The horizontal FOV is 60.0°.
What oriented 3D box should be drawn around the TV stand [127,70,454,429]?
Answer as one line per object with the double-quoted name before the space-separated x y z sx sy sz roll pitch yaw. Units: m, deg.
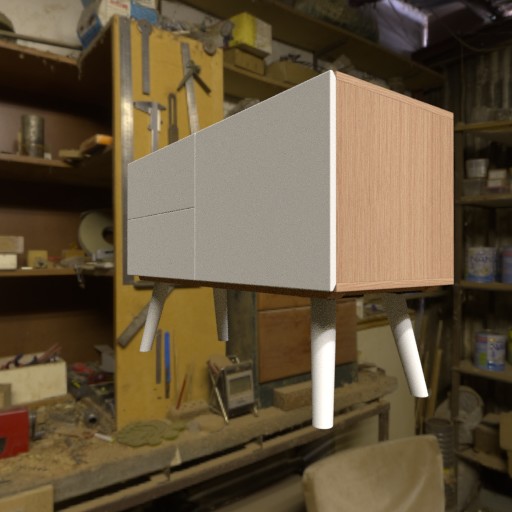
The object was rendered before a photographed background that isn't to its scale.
"TV stand" 0.000 0.000 1.304 0.407 0.660 0.991 0 0 -37
